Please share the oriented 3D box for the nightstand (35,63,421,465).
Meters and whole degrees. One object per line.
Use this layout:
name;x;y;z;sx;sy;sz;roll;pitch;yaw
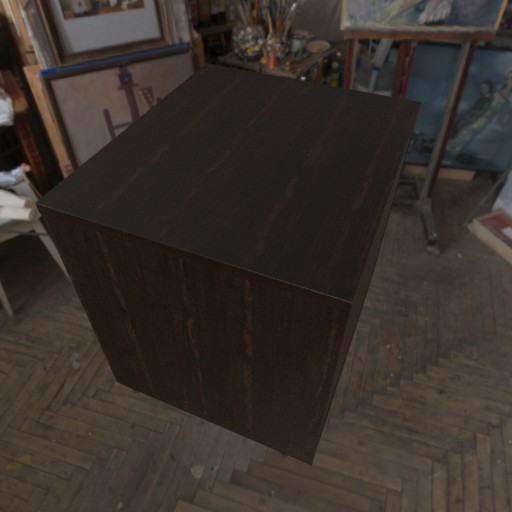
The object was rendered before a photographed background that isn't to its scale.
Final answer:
nightstand;0.000;0.000;0.857;0.427;0.487;0.489;17;48;16
